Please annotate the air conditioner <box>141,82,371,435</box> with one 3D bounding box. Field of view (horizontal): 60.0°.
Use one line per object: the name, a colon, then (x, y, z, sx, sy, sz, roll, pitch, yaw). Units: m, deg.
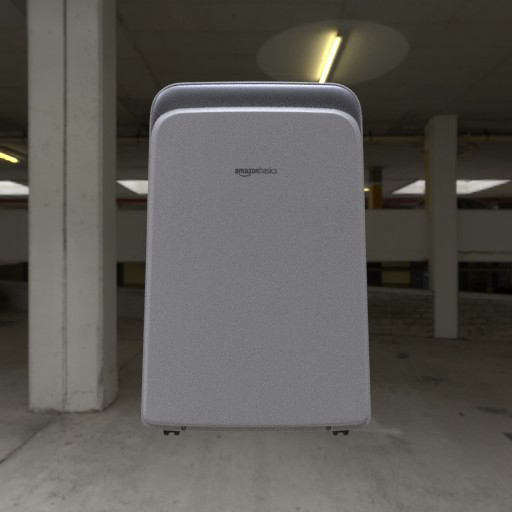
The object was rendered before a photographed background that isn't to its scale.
air conditioner: (0.000, 0.000, 0.978, 0.454, 0.700, 0.365, 0, 0, 0)
